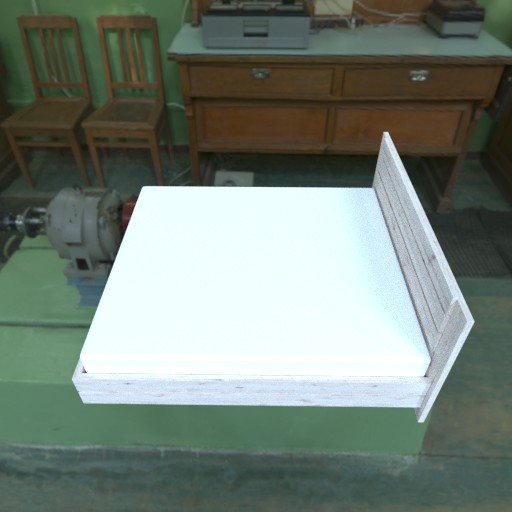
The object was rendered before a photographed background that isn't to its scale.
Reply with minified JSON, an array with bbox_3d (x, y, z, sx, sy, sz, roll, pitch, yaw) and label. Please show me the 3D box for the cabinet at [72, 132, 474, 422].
[{"bbox_3d":[0.000,0.000,3.132,2.080,0.970,1.950,1,42,1],"label":"cabinet"}]
